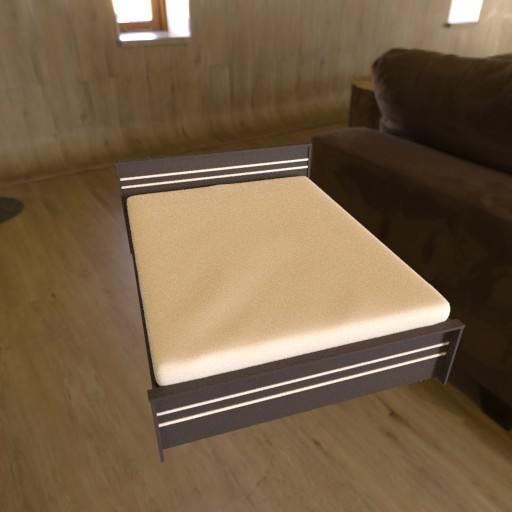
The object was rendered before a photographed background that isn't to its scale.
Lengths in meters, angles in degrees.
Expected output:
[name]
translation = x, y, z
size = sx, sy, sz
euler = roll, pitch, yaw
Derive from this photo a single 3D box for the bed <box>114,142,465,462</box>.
[bed]
translation = 0.000, 0.000, 2.985
size = 1.634, 0.808, 2.103
euler = -9, 32, -15
